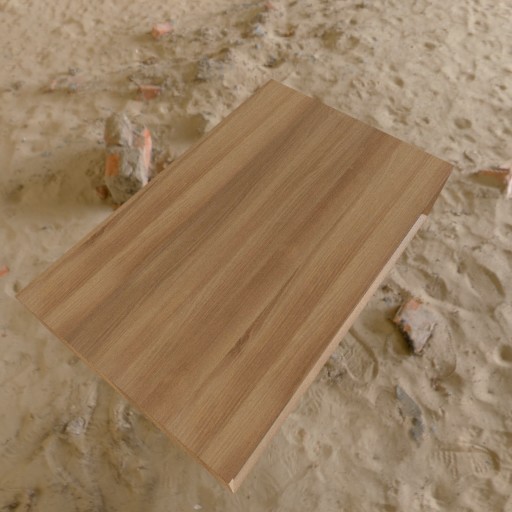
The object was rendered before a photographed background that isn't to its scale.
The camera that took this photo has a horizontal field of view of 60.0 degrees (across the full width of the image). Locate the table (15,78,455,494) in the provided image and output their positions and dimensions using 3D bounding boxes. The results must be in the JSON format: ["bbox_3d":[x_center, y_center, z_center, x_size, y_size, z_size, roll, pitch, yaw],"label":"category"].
[{"bbox_3d":[0.000,0.000,1.382,0.700,0.330,1.100,33,63,19],"label":"table"}]
